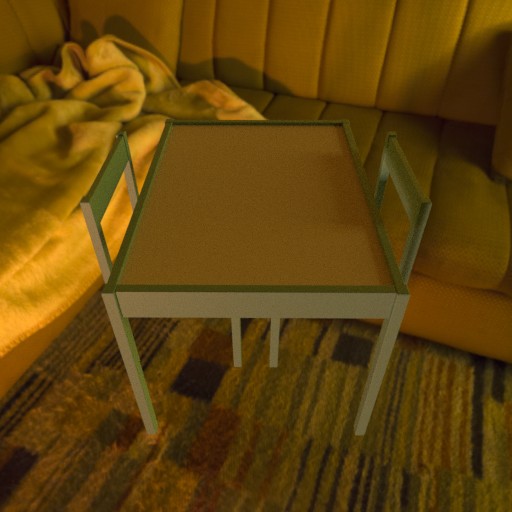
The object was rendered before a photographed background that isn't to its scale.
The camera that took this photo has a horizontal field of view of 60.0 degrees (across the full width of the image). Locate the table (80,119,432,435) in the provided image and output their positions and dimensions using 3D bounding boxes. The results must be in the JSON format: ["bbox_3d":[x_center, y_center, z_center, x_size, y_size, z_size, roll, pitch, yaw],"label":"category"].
[{"bbox_3d":[0.000,0.000,1.063,0.633,0.503,0.639,0,41,0],"label":"table"}]
